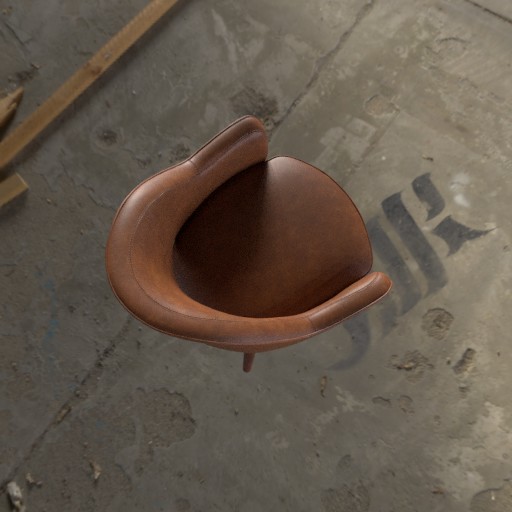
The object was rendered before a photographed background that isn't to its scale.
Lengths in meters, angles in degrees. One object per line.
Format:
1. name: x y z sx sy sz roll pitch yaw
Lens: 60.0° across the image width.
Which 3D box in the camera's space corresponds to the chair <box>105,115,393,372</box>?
1. chair: 0.000 0.000 1.246 0.640 0.777 0.591 -34 78 -9
